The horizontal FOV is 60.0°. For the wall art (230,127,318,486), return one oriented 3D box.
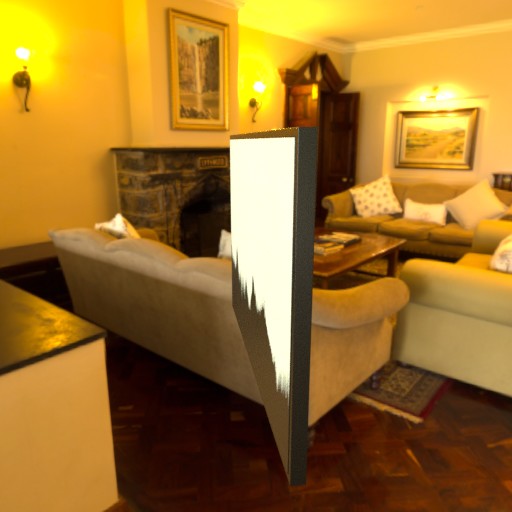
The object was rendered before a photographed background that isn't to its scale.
[{"bbox_3d":[0.000,0.000,0.832,0.022,0.446,0.659,-2,15,-9],"label":"wall art"}]
